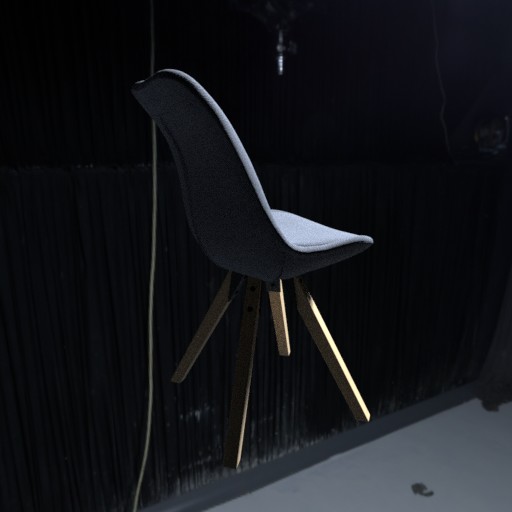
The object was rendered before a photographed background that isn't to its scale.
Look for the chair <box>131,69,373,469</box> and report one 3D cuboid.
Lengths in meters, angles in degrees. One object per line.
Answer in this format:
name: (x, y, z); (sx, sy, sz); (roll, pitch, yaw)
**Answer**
chair: (0.000, 0.000, 1.160); (0.550, 0.850, 0.485); (-7, 16, -26)
